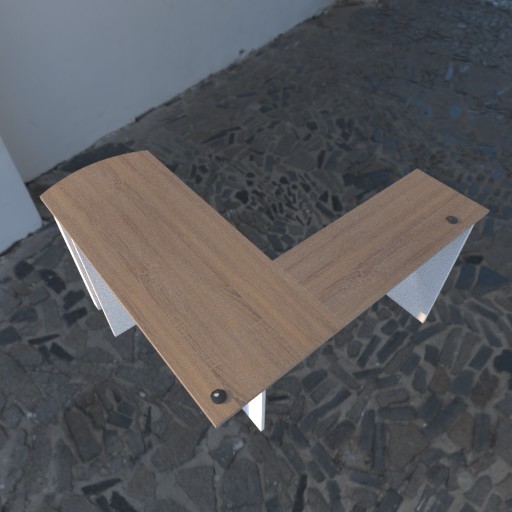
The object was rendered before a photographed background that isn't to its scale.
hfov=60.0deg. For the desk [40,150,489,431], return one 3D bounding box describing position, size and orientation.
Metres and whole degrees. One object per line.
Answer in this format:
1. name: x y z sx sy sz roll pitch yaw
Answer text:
1. desk: 0.000 0.000 2.092 1.361 0.716 1.303 -32 56 -25
